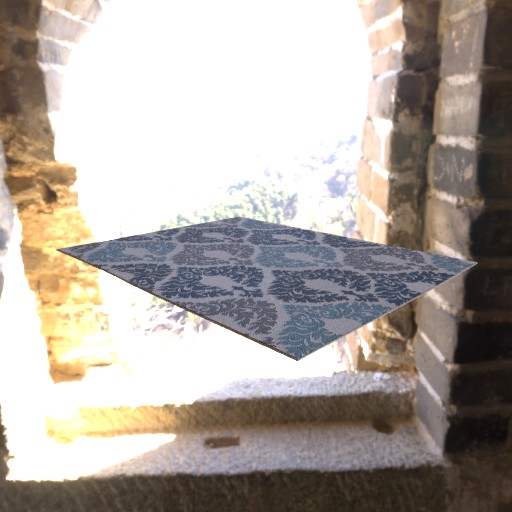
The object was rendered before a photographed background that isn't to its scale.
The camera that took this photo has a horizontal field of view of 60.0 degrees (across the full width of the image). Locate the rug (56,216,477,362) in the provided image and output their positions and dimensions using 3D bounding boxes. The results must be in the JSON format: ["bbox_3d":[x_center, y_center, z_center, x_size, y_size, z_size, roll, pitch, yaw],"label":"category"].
[{"bbox_3d":[0.000,0.000,4.046,2.423,0.014,3.040,-15,22,-43],"label":"rug"}]
